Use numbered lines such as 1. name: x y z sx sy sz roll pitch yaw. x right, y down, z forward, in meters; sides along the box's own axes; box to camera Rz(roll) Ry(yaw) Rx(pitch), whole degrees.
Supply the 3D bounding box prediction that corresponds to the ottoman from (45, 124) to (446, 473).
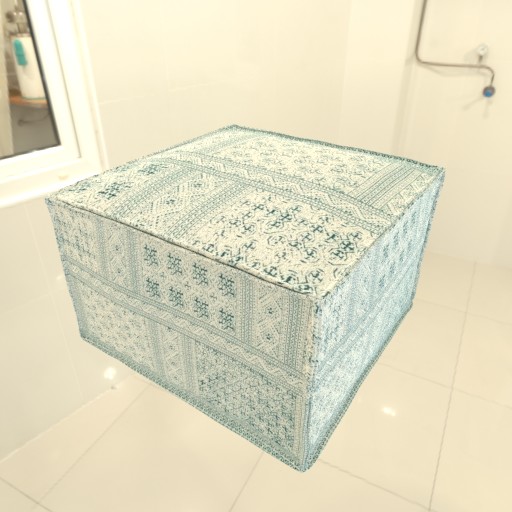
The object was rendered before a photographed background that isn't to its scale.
1. ottoman: 0.000 0.000 1.024 0.626 0.439 0.617 20 37 29
